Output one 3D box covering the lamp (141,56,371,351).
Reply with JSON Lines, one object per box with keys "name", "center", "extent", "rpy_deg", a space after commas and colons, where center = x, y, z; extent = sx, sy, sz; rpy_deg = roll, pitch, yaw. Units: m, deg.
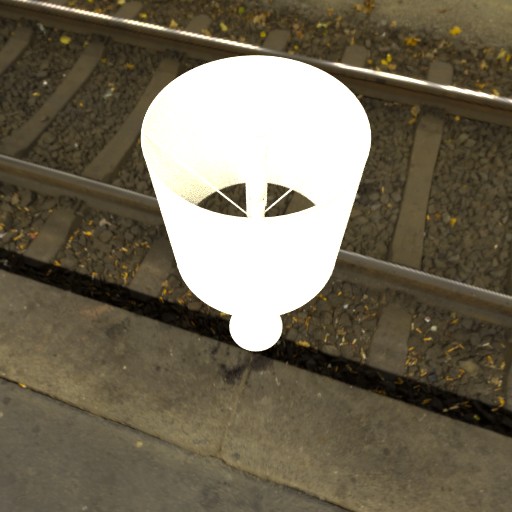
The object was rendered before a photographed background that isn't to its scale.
{"name": "lamp", "center": [0.000, 0.000, 0.723], "extent": [0.250, 0.597, 0.250], "rpy_deg": [-2, 59, -1]}
